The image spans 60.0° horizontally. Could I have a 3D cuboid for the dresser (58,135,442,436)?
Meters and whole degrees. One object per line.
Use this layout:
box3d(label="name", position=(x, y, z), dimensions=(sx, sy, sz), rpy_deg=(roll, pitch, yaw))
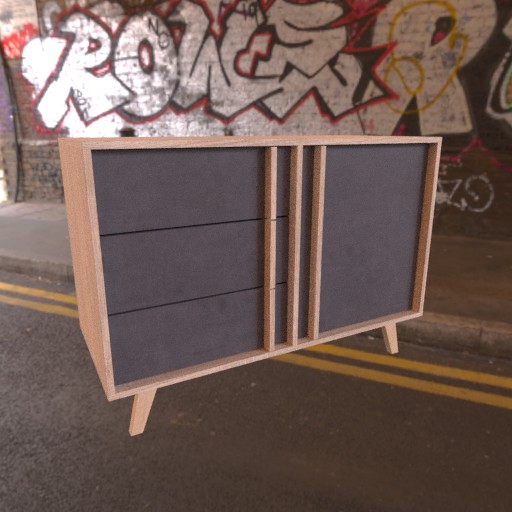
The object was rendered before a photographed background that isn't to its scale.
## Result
box3d(label="dresser", position=(0.000, 0.000, 1.507), dimensions=(1.110, 0.780, 0.500), rpy_deg=(-9, 18, -27))
